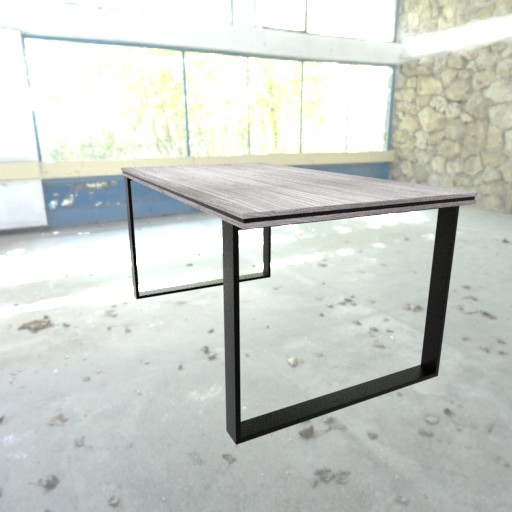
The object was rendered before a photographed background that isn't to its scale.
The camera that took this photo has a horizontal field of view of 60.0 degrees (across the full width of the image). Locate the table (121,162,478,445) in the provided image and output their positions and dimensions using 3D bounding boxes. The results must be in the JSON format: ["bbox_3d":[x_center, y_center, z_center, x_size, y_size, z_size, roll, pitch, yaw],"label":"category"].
[{"bbox_3d":[0.000,0.000,2.084,0.881,0.736,1.579,-8,18,-26],"label":"table"}]
